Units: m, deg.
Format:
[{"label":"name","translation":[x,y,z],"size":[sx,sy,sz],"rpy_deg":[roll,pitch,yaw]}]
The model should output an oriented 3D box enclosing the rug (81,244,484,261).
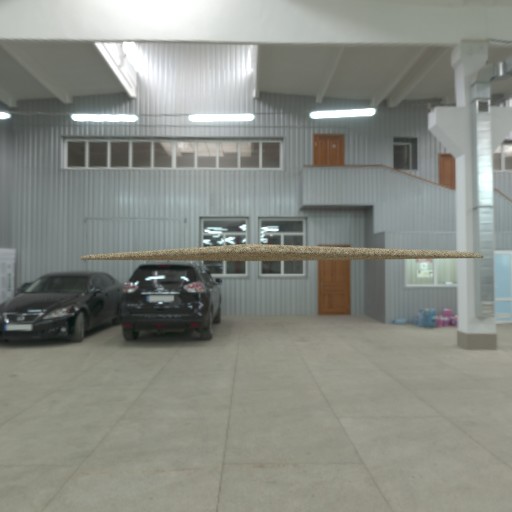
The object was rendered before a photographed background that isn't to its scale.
[{"label":"rug","translation":[0.000,0.000,3.798],"size":[2.242,0.050,2.873],"rpy_deg":[1,-2,-36]}]
